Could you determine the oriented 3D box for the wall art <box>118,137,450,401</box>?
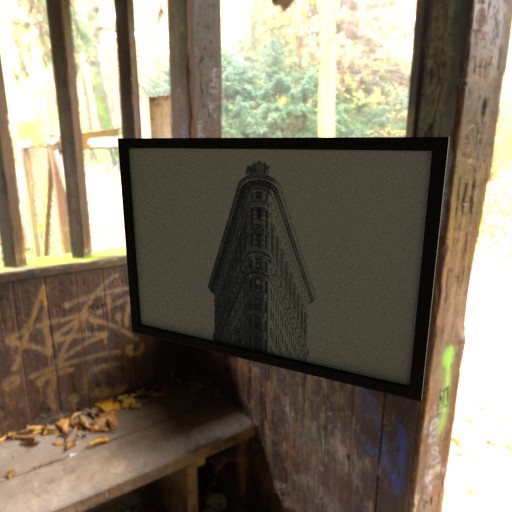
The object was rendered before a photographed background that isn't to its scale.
[{"bbox_3d":[0.000,0.000,1.272,0.958,0.656,0.026,7,16,26],"label":"wall art"}]
